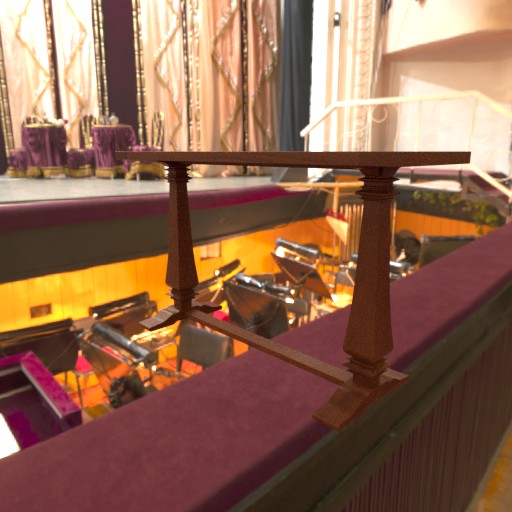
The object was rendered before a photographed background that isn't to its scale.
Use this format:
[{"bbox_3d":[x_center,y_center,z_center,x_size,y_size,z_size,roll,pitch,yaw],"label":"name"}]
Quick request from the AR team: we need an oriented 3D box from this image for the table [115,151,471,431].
[{"bbox_3d":[0.000,0.000,1.855,0.461,0.852,1.478,-13,18,-43],"label":"table"}]
